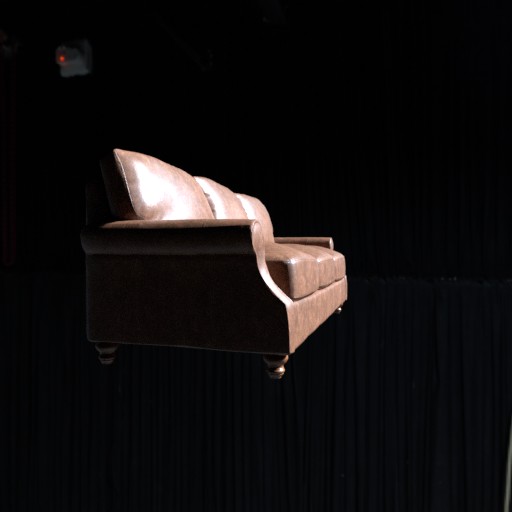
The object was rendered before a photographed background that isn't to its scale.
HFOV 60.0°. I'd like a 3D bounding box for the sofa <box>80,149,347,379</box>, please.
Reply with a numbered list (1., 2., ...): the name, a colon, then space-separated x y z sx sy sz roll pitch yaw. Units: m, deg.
1. sofa: 0.000 0.000 2.882 0.973 0.977 2.351 0 0 17
